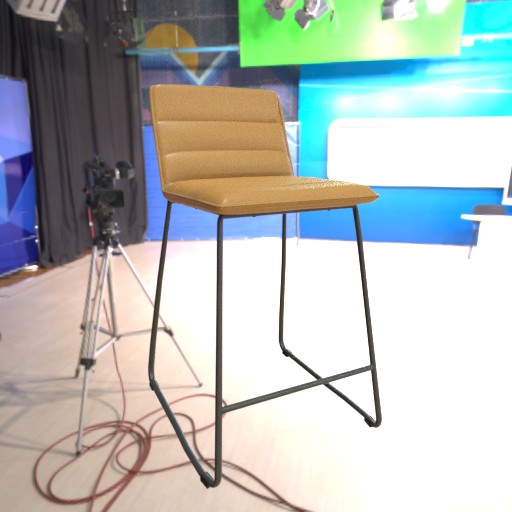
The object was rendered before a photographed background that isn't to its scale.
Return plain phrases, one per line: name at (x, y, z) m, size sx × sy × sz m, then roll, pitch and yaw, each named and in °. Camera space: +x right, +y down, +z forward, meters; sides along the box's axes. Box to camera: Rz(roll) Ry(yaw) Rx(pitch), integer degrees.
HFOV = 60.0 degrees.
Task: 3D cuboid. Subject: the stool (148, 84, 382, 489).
stool at (0.000, 0.000, 1.141) m, size 0.489 × 0.866 × 0.524 m, roll -7°, pitch 16°, yaw -26°
